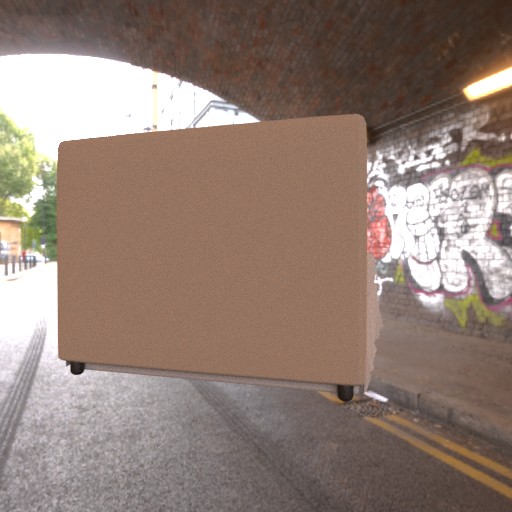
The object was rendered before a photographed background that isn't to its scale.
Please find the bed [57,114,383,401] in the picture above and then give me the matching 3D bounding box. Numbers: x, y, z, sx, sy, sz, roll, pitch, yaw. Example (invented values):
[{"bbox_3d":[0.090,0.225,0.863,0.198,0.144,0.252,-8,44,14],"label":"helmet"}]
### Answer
[{"bbox_3d":[0.000,0.000,3.238,1.748,1.330,2.142,0,0,17],"label":"bed"}]
